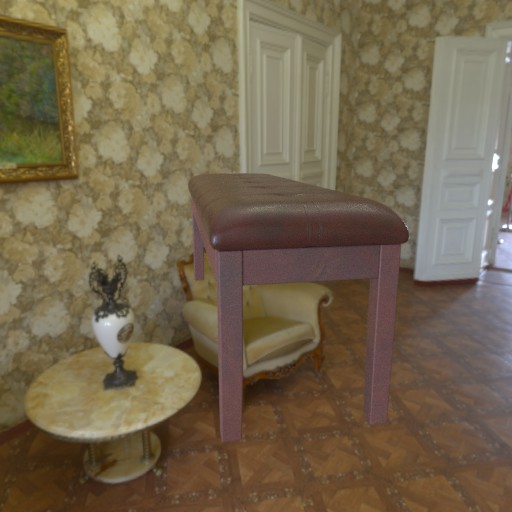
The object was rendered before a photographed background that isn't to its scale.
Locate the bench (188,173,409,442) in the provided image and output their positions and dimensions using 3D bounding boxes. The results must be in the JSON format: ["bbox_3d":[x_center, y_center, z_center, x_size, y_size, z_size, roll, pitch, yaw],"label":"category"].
[{"bbox_3d":[0.000,0.000,1.478,0.401,0.491,1.259,-2,14,-10],"label":"bench"}]
